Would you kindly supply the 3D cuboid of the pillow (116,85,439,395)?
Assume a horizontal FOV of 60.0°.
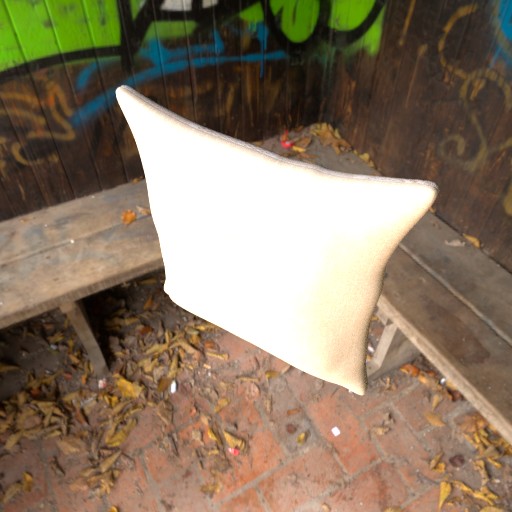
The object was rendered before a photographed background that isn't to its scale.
[{"bbox_3d":[0.000,0.000,0.675,0.436,0.432,0.138,24,51,22],"label":"pillow"}]
